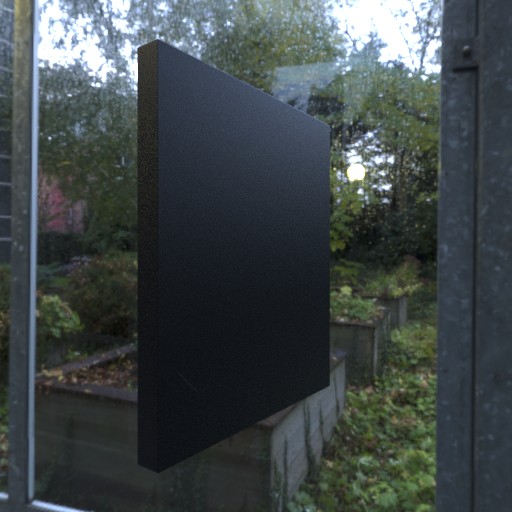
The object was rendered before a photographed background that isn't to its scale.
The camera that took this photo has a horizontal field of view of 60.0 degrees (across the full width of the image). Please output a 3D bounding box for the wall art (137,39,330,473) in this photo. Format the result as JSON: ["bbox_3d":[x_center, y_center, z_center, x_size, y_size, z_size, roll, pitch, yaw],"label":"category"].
[{"bbox_3d":[0.000,0.000,0.526,0.028,0.380,0.325,0,0,37],"label":"wall art"}]
